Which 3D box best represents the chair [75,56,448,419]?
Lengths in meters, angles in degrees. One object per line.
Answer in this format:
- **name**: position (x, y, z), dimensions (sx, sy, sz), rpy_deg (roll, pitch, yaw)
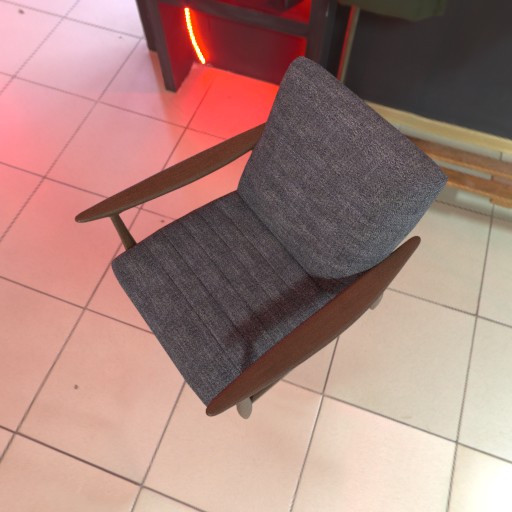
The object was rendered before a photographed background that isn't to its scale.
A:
- **chair**: position (0.000, 0.000, 1.426), dimensions (0.798, 0.832, 0.741), rpy_deg (-35, 69, -15)
